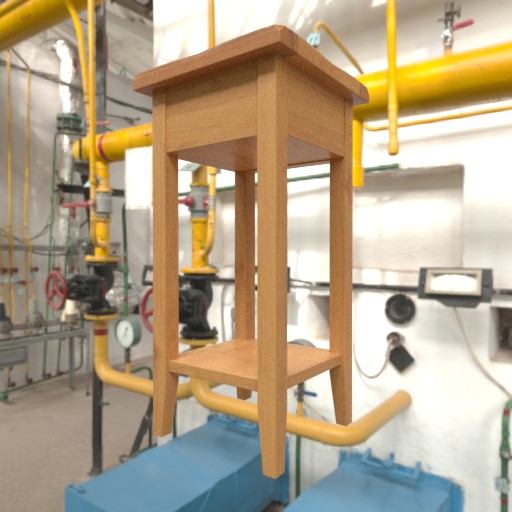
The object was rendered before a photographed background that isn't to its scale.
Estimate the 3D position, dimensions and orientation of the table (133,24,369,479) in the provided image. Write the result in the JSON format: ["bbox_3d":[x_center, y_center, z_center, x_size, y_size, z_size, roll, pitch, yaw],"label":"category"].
[{"bbox_3d":[0.000,0.000,0.948,0.360,0.740,0.360,0,1,36],"label":"table"}]
